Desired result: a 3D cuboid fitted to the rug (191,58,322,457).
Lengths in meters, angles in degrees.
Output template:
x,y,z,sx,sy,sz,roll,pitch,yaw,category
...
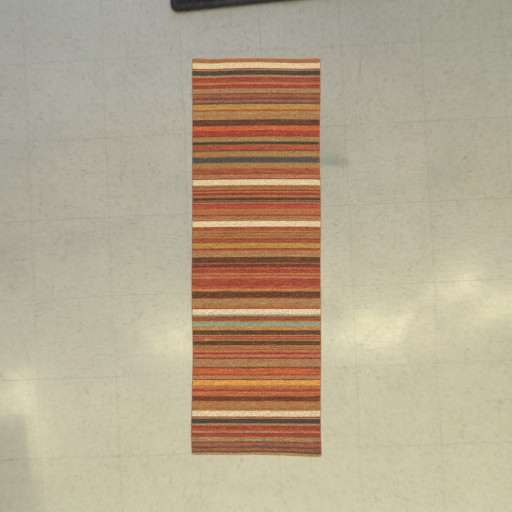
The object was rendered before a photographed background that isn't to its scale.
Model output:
x,y,z,sx,sy,sz,roll,pitch,yaw,category
0.000,0.000,2.720,0.799,0.030,2.444,0,89,1,rug
